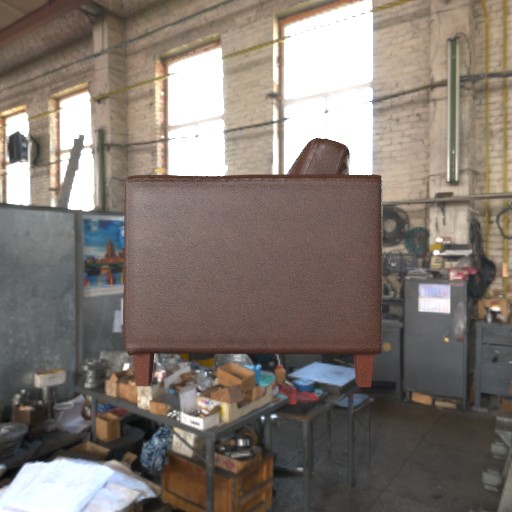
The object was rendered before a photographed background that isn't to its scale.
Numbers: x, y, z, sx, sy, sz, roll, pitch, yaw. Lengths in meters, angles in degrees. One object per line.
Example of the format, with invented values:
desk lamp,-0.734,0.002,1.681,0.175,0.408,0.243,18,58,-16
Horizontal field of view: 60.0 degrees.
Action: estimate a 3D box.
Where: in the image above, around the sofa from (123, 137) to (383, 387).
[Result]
sofa,0.000,0.000,2.480,0.951,0.933,1.883,0,1,1
